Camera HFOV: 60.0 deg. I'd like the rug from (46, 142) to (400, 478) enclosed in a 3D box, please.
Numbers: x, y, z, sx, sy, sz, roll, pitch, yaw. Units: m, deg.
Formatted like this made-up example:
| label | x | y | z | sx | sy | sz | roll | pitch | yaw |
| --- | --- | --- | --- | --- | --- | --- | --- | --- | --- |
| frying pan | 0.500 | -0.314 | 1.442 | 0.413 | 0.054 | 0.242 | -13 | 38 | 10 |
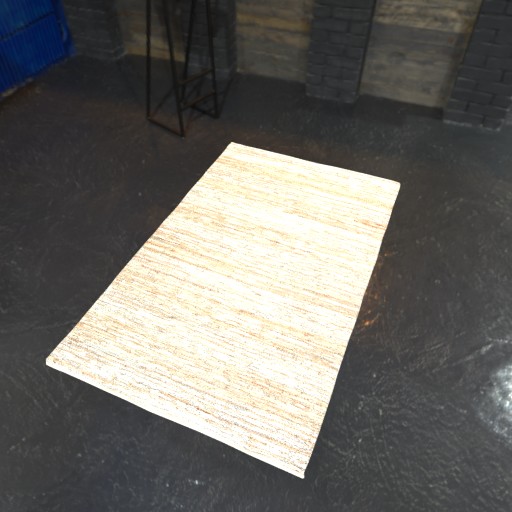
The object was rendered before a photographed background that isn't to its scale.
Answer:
| label | x | y | z | sx | sy | sz | roll | pitch | yaw |
| --- | --- | --- | --- | --- | --- | --- | --- | --- | --- |
| rug | 0.000 | 0.000 | 3.026 | 1.529 | 0.009 | 2.446 | 17 | 49 | 16 |
